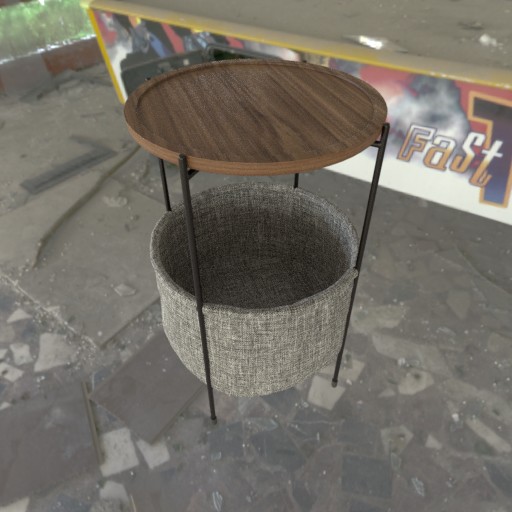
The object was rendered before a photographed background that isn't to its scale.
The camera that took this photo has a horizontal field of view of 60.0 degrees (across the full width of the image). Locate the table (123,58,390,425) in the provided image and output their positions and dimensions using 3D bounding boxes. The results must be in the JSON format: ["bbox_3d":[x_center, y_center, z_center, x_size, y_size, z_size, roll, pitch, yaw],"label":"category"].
[{"bbox_3d":[0.000,0.000,0.866,0.400,0.623,0.400,-12,42,-14],"label":"table"}]
